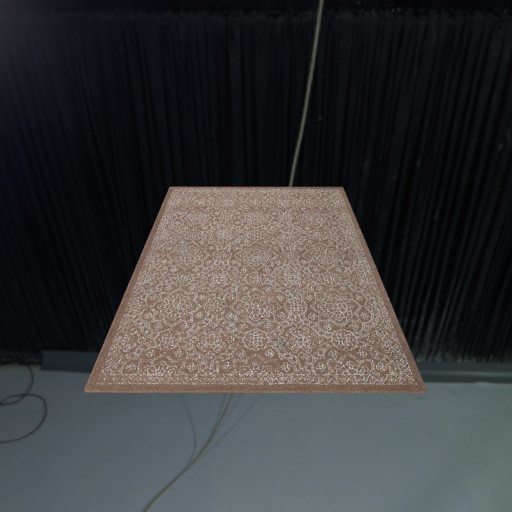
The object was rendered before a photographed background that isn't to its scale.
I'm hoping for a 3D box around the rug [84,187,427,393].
[{"bbox_3d":[0.000,0.000,2.931,1.524,0.011,2.286,0,32,0],"label":"rug"}]
